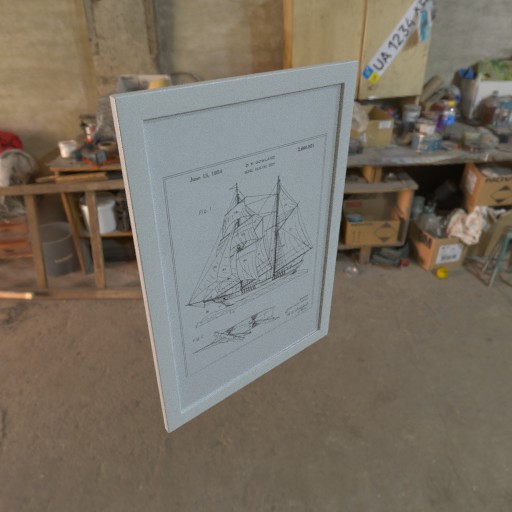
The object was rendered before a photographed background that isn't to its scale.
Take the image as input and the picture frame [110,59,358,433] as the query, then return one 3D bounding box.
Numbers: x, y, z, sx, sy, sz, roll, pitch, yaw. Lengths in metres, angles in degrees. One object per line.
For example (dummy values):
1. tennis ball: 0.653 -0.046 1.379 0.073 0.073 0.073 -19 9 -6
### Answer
1. picture frame: 0.000 0.000 0.694 0.381 0.534 0.012 -23 39 -33
